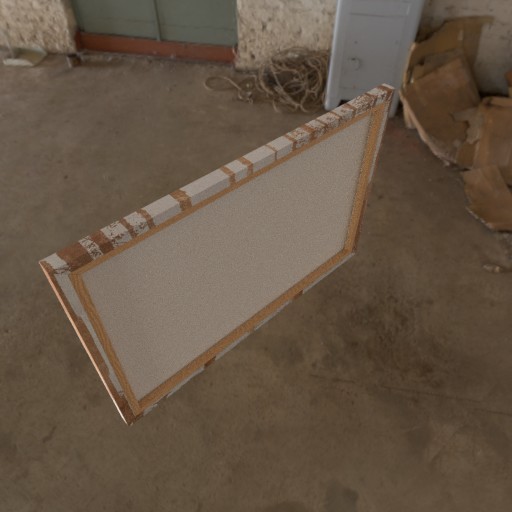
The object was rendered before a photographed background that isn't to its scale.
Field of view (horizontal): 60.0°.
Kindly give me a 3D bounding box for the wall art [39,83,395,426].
[{"bbox_3d":[0.000,0.000,1.137,0.914,0.609,0.035,-34,55,-27],"label":"wall art"}]
